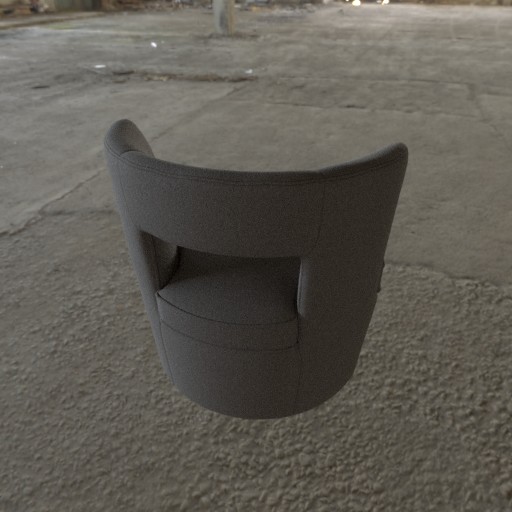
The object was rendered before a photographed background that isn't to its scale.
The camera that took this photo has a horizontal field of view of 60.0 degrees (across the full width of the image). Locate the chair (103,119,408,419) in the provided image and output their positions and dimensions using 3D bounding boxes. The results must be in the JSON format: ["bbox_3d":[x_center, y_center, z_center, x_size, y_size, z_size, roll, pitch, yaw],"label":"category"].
[{"bbox_3d":[0.000,0.000,1.215,0.689,0.719,0.660,9,33,14],"label":"chair"}]
